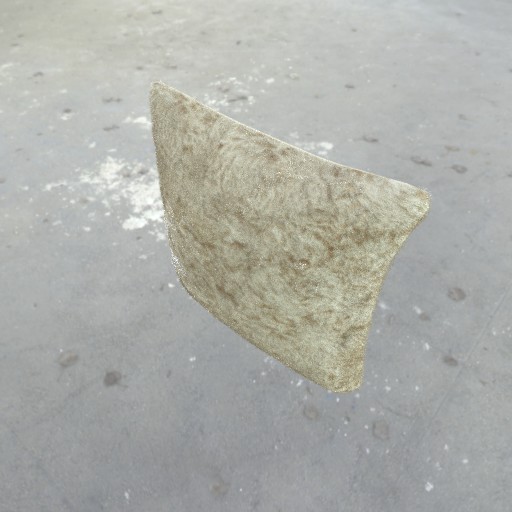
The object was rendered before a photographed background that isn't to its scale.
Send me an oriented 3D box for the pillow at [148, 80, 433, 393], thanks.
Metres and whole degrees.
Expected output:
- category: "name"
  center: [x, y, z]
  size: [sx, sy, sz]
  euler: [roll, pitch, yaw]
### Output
- category: "pillow"
  center: [0.000, 0.000, 0.833]
  size: [0.538, 0.525, 0.216]
  euler: [31, 52, 28]
